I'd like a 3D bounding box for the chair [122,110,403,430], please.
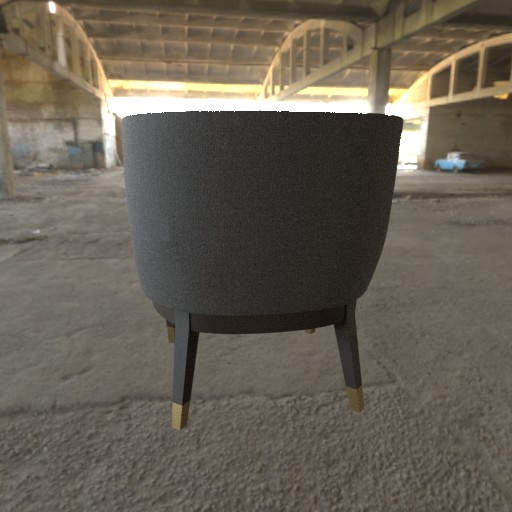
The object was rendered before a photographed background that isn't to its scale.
[{"bbox_3d":[0.000,0.000,1.194,0.639,0.695,0.698,-2,14,-9],"label":"chair"}]
